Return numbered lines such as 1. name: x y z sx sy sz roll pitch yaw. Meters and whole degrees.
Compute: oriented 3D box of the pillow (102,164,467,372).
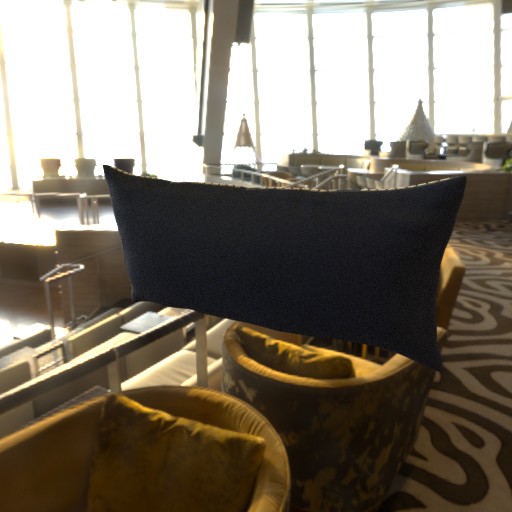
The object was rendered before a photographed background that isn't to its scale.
1. pillow: 0.000 0.000 0.737 0.608 0.292 0.156 8 17 27
